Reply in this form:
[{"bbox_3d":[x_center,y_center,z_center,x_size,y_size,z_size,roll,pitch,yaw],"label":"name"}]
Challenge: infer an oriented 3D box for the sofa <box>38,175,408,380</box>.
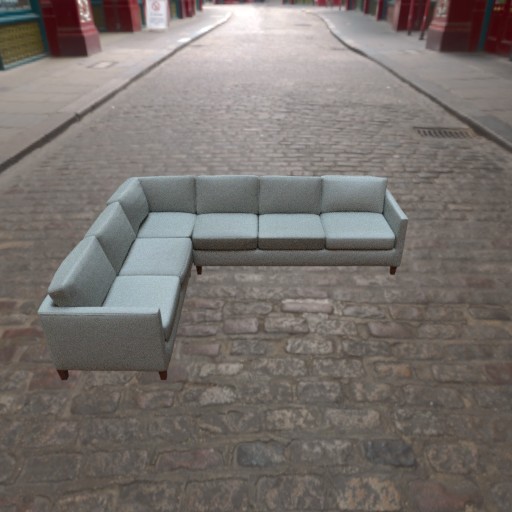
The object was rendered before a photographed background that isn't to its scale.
[{"bbox_3d":[0.000,0.000,4.507,3.301,0.947,2.592,0,30,0],"label":"sofa"}]
